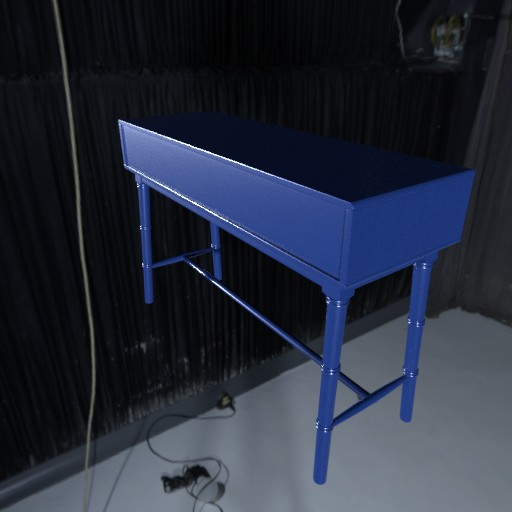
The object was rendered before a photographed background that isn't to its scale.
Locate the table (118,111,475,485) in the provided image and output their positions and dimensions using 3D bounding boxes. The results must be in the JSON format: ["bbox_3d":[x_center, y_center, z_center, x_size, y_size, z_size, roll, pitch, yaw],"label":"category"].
[{"bbox_3d":[0.000,0.000,1.430,0.399,0.749,1.118,-17,31,-32],"label":"table"}]
